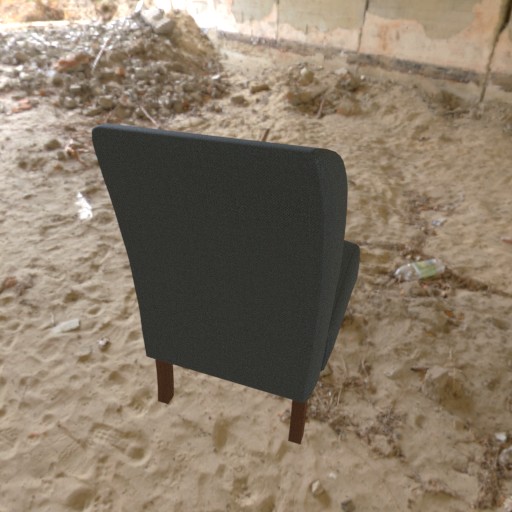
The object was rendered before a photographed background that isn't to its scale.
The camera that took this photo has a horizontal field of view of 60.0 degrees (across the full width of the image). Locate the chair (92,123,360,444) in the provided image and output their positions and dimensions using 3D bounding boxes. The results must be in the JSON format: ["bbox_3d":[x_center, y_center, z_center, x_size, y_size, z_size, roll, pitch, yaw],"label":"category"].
[{"bbox_3d":[0.000,0.000,1.196,0.513,0.804,0.592,11,33,16],"label":"chair"}]
